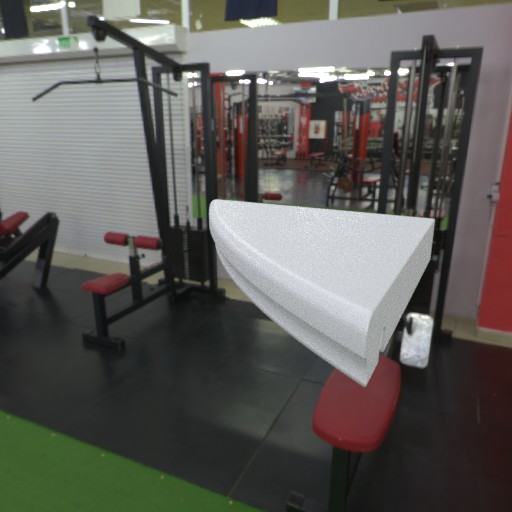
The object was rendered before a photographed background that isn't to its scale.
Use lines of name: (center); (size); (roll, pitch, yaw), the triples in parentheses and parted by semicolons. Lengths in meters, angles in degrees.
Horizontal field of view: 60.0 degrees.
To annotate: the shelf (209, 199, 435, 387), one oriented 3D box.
shelf: (0.000, 0.000, 0.458); (0.310, 0.050, 0.310); (8, 19, 26)
